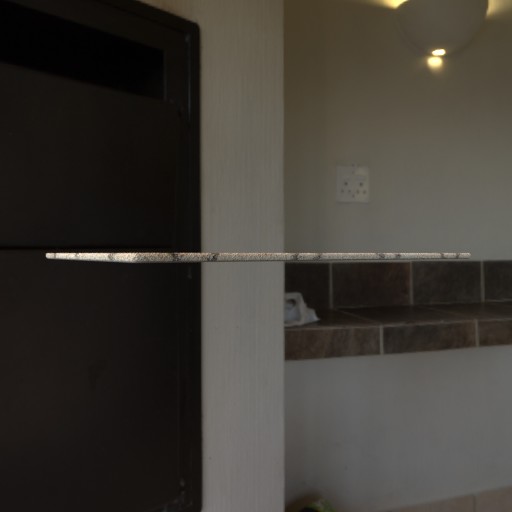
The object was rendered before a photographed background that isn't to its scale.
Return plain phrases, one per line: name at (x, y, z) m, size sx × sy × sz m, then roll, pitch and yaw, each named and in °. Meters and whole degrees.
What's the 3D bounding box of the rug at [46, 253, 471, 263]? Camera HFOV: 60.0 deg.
rug at (0.000, 0.000, 2.072) m, size 1.600 × 0.025 × 1.200 m, roll 0°, pitch 0°, yaw -35°
